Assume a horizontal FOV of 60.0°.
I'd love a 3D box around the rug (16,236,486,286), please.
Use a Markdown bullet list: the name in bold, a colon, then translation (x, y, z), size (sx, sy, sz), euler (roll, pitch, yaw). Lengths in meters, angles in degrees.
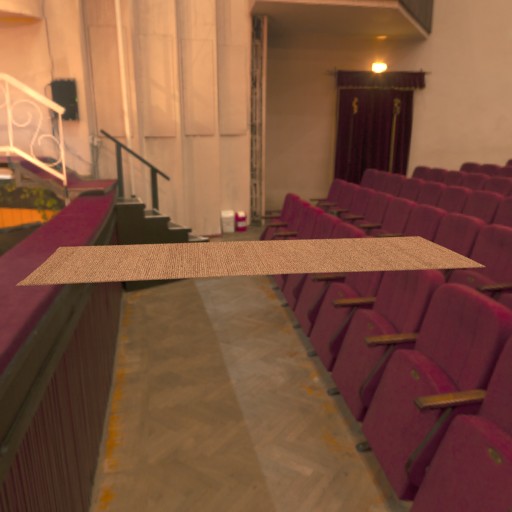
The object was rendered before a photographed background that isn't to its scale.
- **rug**: translation (0.000, 0.000, 2.571), size (2.390, 0.014, 0.741), euler (-2, 15, -7)
